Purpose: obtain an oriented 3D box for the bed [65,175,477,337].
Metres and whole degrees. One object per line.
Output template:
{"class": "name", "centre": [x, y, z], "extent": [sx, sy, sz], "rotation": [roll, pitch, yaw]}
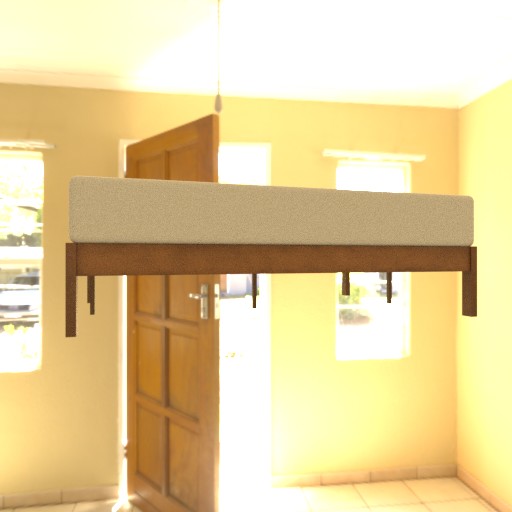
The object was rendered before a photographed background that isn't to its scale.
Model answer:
{"class": "bed", "centre": [0.000, 0.000, 2.601], "extent": [1.927, 0.616, 1.348], "rotation": [0, 0, -17]}
